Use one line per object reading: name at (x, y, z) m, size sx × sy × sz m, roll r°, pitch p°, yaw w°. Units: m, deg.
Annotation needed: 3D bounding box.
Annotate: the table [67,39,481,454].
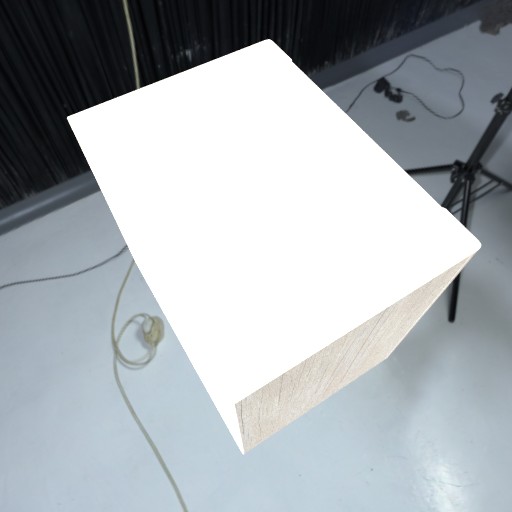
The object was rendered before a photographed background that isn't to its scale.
table at (0.000, 0.000, 0.924) m, size 0.420 × 0.510 × 0.570 m, roll -28°, pitch 64°, yaw -15°
